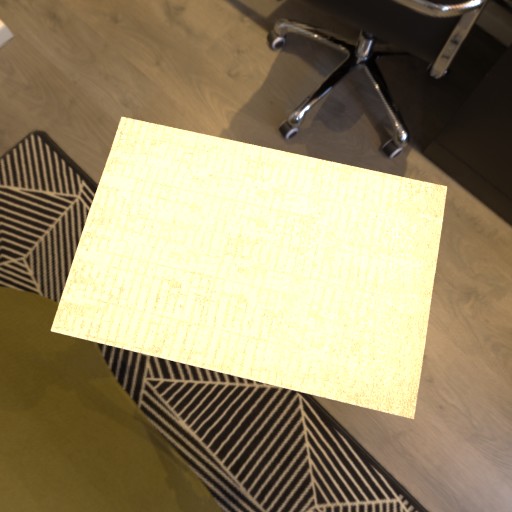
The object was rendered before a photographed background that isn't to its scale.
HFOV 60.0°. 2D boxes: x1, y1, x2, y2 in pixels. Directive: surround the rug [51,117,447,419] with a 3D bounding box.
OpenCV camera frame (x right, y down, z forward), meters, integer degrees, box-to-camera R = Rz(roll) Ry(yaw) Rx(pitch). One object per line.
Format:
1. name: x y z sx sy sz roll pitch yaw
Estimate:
1. rug: 0.000 0.000 2.291 1.827 0.007 1.211 13 77 3
